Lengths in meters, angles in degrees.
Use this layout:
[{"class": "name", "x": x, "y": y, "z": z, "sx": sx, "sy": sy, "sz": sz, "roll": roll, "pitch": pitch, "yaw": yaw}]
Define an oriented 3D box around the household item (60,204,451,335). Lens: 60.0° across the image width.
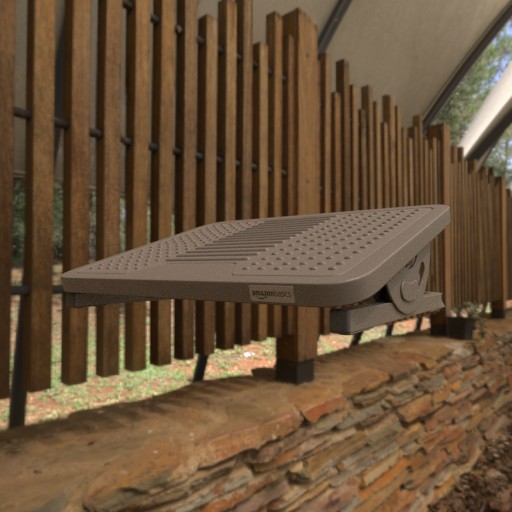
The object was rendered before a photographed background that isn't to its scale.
[{"class": "household item", "x": 0.000, "y": 0.000, "z": 0.534, "sx": 0.390, "sy": 0.126, "sz": 0.301, "roll": -1, "pitch": -2, "yaw": 37}]
